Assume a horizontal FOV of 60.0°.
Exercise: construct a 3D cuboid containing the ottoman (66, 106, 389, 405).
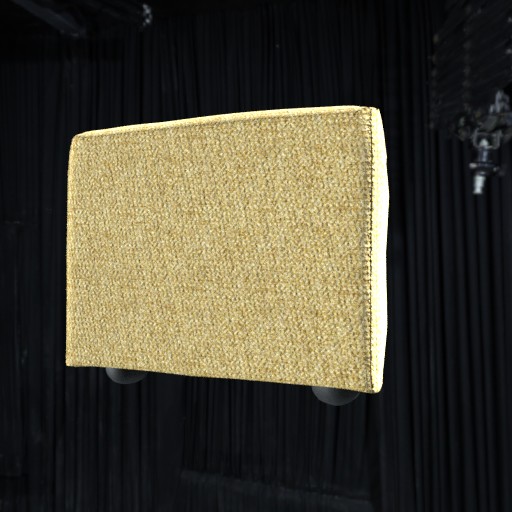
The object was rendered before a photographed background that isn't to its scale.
[{"bbox_3d":[0.000,0.000,0.885,0.505,0.441,0.512,0,0,17],"label":"ottoman"}]
